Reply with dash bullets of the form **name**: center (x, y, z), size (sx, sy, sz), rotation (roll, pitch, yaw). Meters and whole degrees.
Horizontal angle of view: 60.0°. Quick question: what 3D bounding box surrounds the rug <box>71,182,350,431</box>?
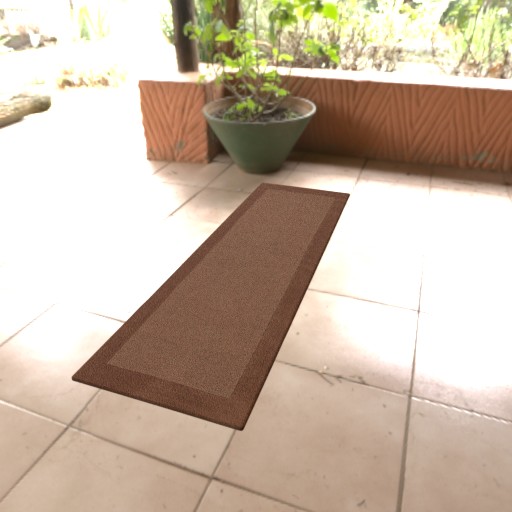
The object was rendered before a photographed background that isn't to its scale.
- **rug**: center (0.000, 0.000, 2.714), size (0.764, 0.017, 2.439), rotation (10, 31, 17)
